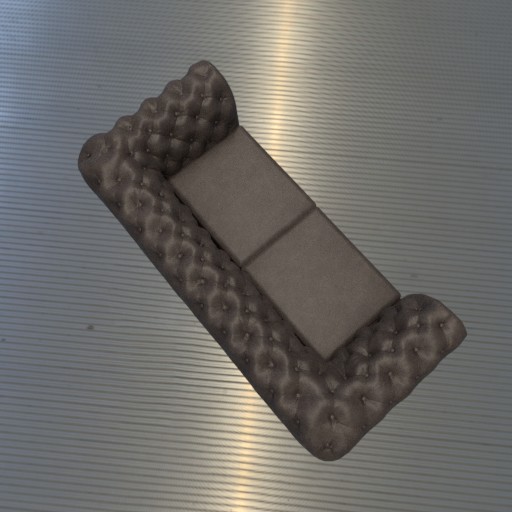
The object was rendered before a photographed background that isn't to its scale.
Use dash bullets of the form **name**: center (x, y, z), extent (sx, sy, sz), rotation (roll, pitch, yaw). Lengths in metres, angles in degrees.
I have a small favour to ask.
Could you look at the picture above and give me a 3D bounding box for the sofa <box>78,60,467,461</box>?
- **sofa**: center (0.000, 0.000, 2.503), extent (0.944, 0.779, 2.048), rotation (-39, 78, -10)
